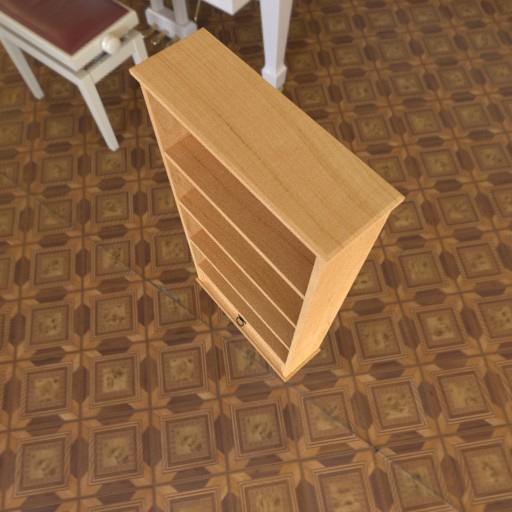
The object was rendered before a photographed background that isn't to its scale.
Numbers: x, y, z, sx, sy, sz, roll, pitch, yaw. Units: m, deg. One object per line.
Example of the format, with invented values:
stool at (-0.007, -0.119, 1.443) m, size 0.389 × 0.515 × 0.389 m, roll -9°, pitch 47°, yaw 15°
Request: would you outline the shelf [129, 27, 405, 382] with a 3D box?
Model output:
shelf at (0.000, 0.000, 1.223) m, size 0.175 × 1.030 × 0.520 m, roll -38°, pitch 70°, yaw -16°
